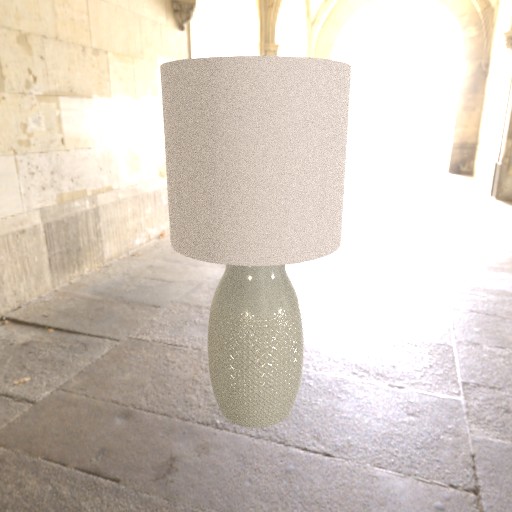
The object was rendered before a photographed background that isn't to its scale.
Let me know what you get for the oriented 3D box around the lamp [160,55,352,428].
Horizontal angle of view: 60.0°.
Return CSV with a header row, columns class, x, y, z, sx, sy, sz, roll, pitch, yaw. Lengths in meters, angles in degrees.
class,x,y,z,sx,sy,sz,roll,pitch,yaw
lamp,0.000,0.000,0.577,0.217,0.453,0.217,-8,19,-25
